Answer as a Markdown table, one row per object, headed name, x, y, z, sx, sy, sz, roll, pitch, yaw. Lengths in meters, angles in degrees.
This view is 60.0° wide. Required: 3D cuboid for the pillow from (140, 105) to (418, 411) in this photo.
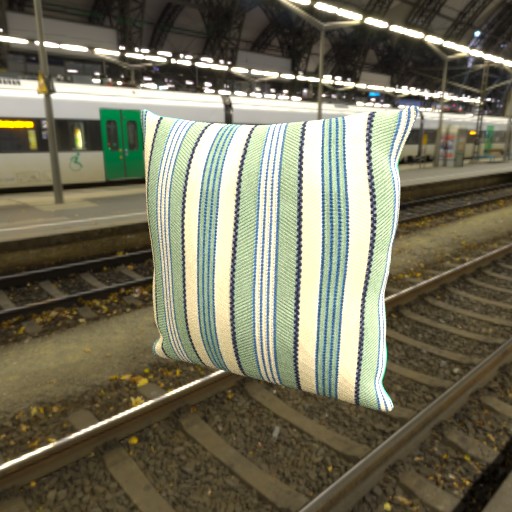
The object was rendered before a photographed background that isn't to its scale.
| name | x | y | z | sx | sy | sz | roll | pitch | yaw |
| --- | --- | --- | --- | --- | --- | --- | --- | --- | --- |
| pillow | 0.000 | 0.000 | 0.683 | 0.440 | 0.441 | 0.182 | 7 | 16 | 25 |
